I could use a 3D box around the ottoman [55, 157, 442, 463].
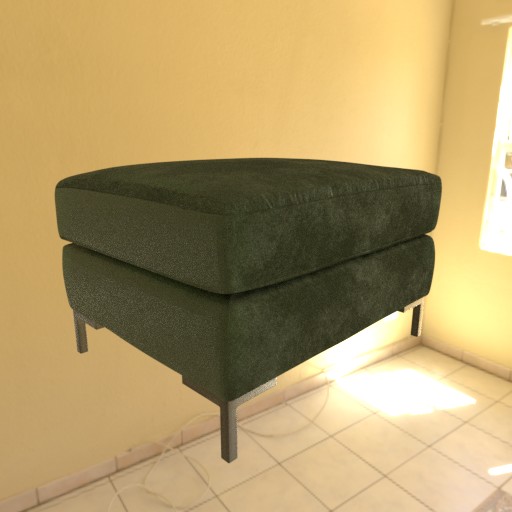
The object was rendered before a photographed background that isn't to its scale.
[{"bbox_3d":[0.000,0.000,1.259,0.701,0.538,0.839,14,20,43],"label":"ottoman"}]
